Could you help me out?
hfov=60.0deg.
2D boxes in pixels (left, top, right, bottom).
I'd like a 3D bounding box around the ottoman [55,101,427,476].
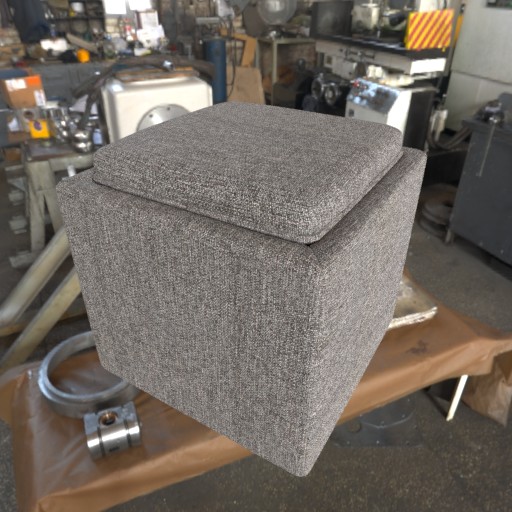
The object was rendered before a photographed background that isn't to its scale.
[{"bbox_3d":[0.000,0.000,0.814,0.450,0.460,0.450,18,37,26],"label":"ottoman"}]
